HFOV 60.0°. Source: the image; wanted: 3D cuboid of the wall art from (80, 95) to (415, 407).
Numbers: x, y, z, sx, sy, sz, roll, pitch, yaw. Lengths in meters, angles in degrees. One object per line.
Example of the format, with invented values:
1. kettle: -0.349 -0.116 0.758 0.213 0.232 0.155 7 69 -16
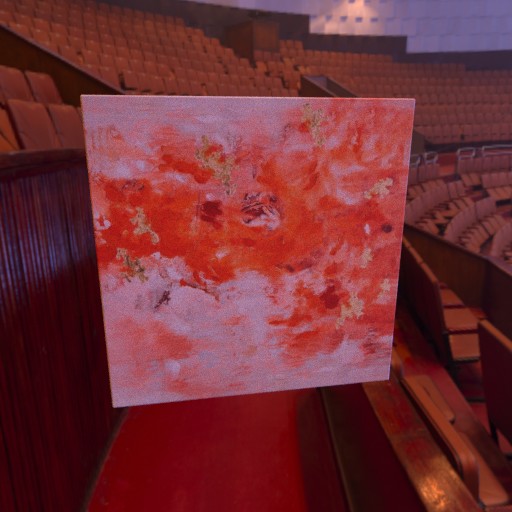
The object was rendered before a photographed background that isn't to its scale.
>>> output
1. wall art: 0.000 0.000 1.107 0.747 0.746 0.064 -3 17 -10
